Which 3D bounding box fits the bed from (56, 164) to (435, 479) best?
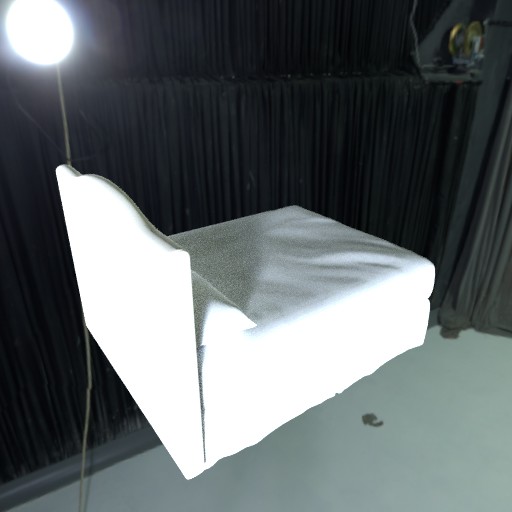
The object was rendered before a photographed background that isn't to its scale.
[{"bbox_3d":[0.000,0.000,3.213,2.143,1.460,1.753,-17,30,-32],"label":"bed"}]
